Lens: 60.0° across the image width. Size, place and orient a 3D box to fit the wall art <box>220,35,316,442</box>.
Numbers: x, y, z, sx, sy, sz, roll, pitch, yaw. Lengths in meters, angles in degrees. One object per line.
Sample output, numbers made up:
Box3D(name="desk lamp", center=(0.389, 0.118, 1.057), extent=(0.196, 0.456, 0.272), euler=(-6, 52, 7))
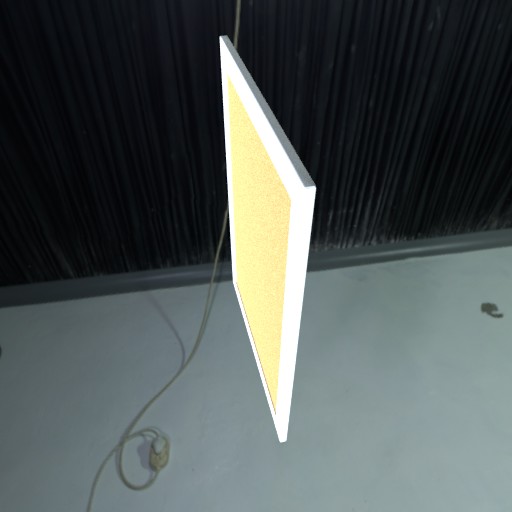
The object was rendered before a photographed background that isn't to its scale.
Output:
Box3D(name="wall art", center=(0.000, 0.000, 0.693), extent=(0.012, 0.529, 0.374), euler=(-10, 46, -10))
